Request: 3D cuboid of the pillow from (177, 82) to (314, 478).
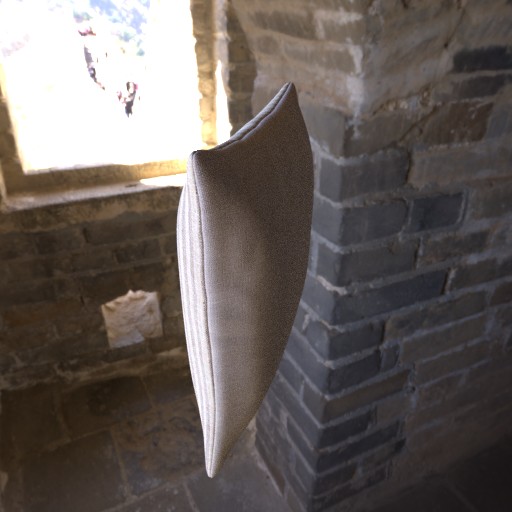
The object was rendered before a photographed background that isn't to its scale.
[{"bbox_3d":[0.000,0.000,0.777,0.166,0.510,0.523,7,30,13],"label":"pillow"}]
